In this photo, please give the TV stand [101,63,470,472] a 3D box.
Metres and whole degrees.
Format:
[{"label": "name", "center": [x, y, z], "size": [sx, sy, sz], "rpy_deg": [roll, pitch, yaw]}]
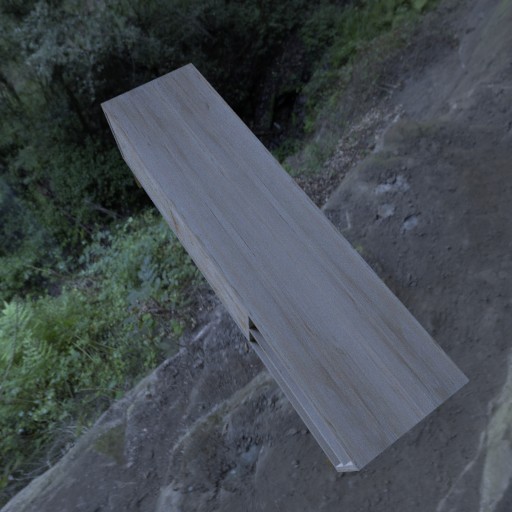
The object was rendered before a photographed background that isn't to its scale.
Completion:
[{"label": "TV stand", "center": [0.000, 0.000, 1.779], "size": [0.420, 0.550, 1.600], "rpy_deg": [-31, 67, -15]}]
